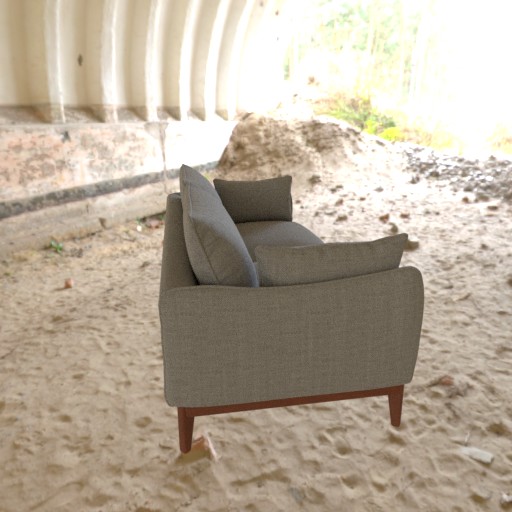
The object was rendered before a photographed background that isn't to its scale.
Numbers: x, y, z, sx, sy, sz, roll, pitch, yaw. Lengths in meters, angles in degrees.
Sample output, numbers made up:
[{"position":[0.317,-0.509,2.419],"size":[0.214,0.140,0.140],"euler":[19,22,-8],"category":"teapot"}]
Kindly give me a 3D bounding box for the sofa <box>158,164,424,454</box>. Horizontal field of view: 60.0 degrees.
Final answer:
[{"position":[0.000,0.000,2.418],"size":[0.972,0.851,1.989],"euler":[-3,18,-10],"category":"sofa"}]
